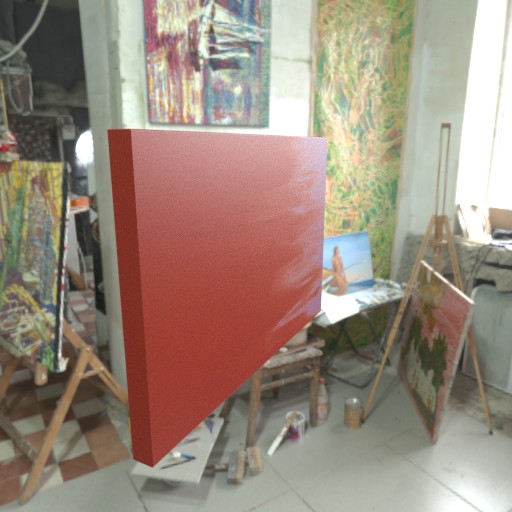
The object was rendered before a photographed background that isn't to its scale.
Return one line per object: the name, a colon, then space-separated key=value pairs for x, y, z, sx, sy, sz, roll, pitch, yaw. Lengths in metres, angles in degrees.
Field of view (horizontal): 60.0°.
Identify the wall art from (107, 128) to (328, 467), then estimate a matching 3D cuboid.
wall art: x=0.000 y=0.000 z=0.768 sx=0.033 sy=0.405 sz=0.607 roll=7 pitch=16 yaw=27
